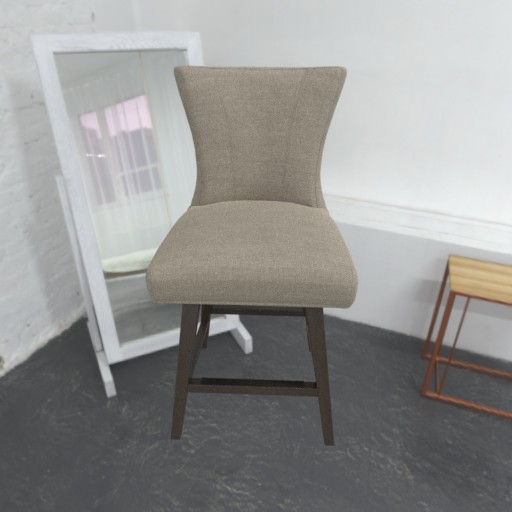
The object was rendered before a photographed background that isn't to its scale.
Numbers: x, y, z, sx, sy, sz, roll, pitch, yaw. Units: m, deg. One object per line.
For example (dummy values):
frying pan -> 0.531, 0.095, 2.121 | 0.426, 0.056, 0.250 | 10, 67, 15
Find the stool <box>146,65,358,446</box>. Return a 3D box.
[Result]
stool -> 0.000, 0.000, 1.326 | 0.514, 1.000, 0.574 | 1, 30, 2
